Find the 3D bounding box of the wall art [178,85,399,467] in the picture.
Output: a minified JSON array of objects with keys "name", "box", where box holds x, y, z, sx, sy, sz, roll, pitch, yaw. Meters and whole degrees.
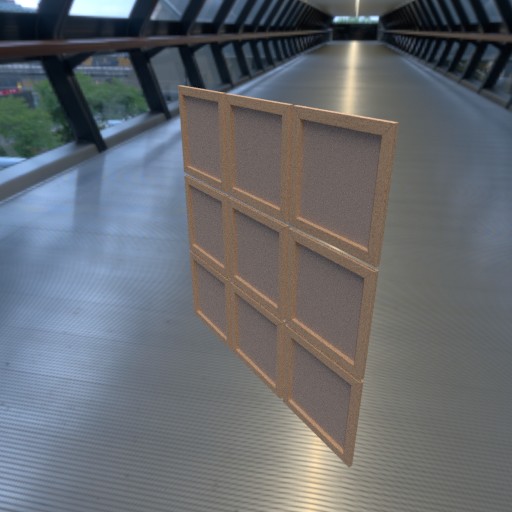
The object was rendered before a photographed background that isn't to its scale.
[{"name":"wall art","box":[0.000,0.000,1.352,0.012,0.910,0.917,-17,30,-30]}]
